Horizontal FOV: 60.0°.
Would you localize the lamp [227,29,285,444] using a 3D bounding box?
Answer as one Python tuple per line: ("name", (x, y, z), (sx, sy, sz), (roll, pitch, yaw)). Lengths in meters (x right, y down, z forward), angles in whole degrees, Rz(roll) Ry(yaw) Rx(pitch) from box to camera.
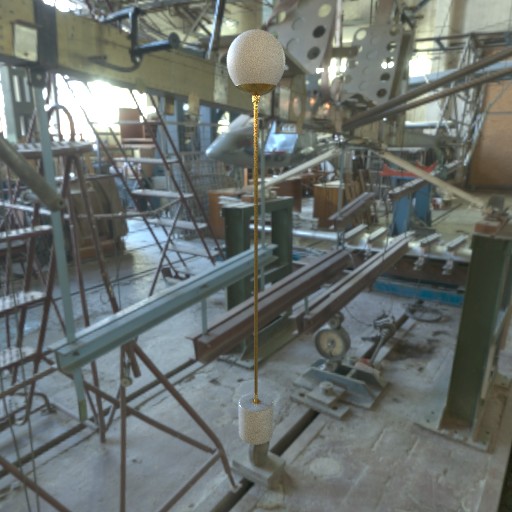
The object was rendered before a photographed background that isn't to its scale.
("lamp", (0.000, 0.000, 1.888), (0.224, 1.753, 0.224), (-3, 15, -10))
